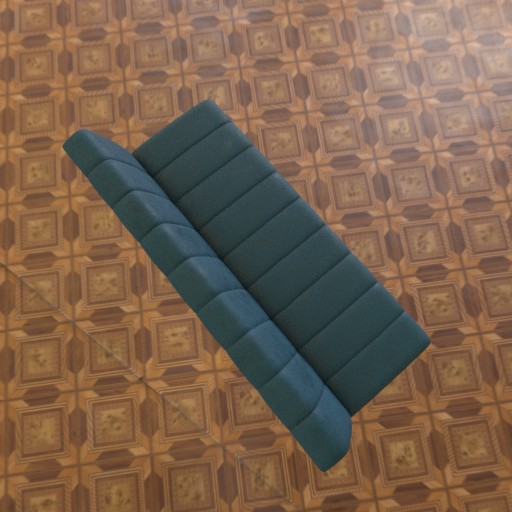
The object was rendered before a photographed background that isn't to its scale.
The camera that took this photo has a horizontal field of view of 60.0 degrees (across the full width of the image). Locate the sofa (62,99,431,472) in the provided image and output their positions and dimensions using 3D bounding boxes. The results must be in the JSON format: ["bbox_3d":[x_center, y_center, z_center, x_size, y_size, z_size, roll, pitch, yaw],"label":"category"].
[{"bbox_3d":[0.000,0.000,2.288,0.830,0.825,1.810,-39,79,-9],"label":"sofa"}]
